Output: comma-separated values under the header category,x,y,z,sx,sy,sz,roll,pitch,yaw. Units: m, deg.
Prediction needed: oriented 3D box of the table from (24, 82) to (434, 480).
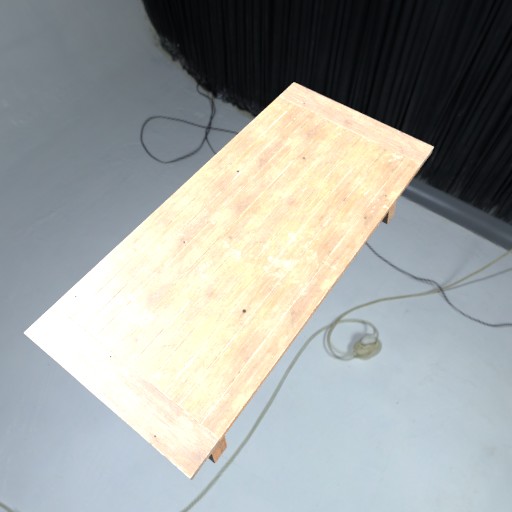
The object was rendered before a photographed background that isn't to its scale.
category,x,y,z,sx,sy,sz,roll,pitch,yaw
table,0.000,0.000,2.099,0.820,0.465,1.800,32,64,18
